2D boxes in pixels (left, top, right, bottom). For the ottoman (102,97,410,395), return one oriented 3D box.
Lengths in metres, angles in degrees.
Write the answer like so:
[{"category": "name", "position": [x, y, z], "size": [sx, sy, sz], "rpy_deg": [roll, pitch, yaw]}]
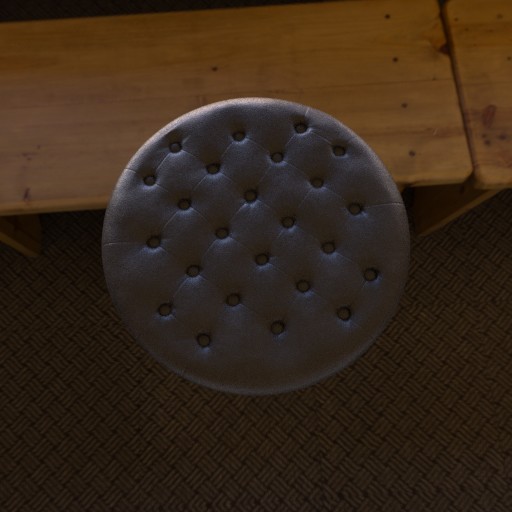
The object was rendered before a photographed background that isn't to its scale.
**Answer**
[{"category": "ottoman", "position": [0.000, 0.000, 1.094], "size": [0.637, 0.442, 0.637], "rpy_deg": [0, 76, 0]}]
